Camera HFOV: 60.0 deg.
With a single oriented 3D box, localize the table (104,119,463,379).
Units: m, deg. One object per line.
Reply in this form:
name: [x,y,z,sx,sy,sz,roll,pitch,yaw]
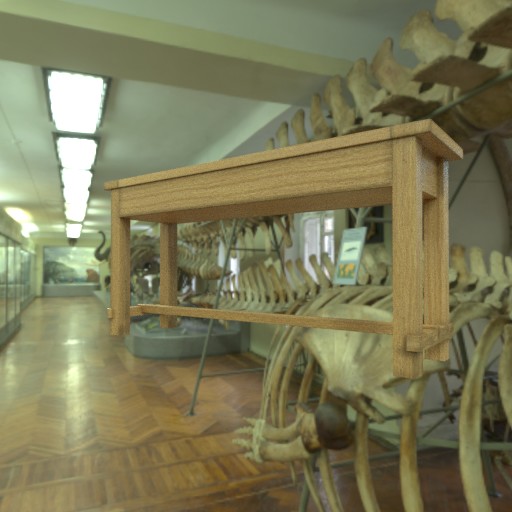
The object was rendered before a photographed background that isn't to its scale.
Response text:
table: [0.000,0.000,1.929,1.599,0.762,0.442,-1,-2,37]
